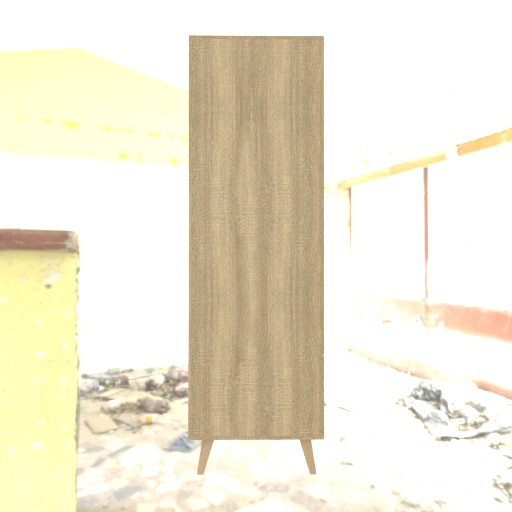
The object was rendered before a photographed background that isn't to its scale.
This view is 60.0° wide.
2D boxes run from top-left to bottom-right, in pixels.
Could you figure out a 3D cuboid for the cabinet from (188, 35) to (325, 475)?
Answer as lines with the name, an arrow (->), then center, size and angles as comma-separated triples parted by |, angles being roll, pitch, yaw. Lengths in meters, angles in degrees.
cabinet -> 0.000, 0.000, 2.055 | 0.570, 1.850, 0.400 | 0, 0, 0
